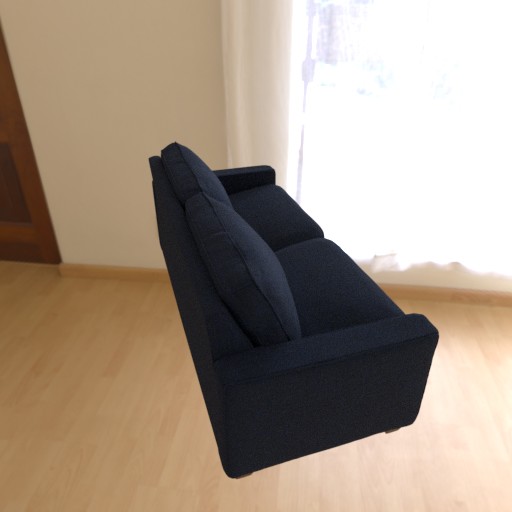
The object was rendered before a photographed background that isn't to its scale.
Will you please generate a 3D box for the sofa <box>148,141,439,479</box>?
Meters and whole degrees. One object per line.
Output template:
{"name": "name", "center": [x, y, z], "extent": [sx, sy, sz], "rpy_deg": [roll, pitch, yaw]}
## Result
{"name": "sofa", "center": [0.000, 0.000, 2.542], "extent": [0.940, 0.919, 2.080], "rpy_deg": [-10, 32, -15]}
